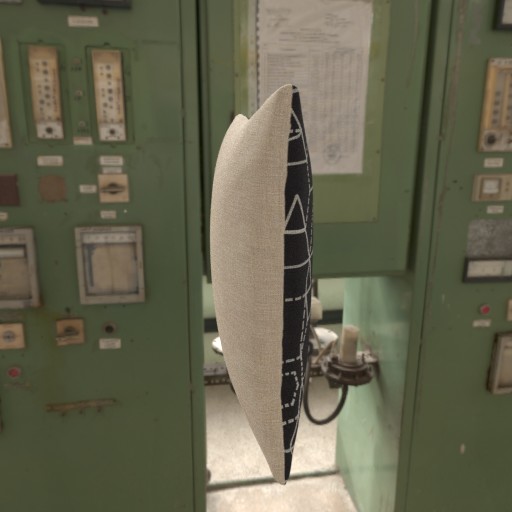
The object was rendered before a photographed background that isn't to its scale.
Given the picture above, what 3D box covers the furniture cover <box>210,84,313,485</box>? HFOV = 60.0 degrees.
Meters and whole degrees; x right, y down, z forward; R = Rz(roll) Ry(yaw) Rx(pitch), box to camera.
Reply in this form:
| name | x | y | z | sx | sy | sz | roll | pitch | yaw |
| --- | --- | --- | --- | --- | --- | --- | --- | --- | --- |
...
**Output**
| name | x | y | z | sx | sy | sz | roll | pitch | yaw |
| --- | --- | --- | --- | --- | --- | --- | --- | --- | --- |
| furniture cover | 0.000 | 0.000 | 0.779 | 0.158 | 0.508 | 0.517 | -2 | 15 | -8 |
